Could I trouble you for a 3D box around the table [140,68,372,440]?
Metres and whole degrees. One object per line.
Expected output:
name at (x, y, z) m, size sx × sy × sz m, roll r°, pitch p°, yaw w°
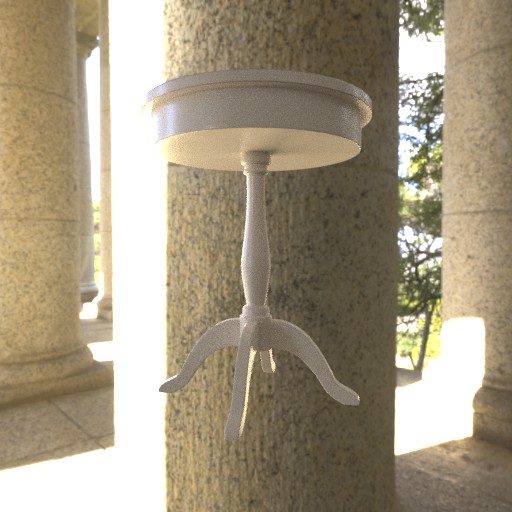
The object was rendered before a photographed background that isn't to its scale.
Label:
table at (0.000, 0.000, 1.019) m, size 0.513 × 0.653 × 0.513 m, roll 0°, pitch 1°, yaw 0°
